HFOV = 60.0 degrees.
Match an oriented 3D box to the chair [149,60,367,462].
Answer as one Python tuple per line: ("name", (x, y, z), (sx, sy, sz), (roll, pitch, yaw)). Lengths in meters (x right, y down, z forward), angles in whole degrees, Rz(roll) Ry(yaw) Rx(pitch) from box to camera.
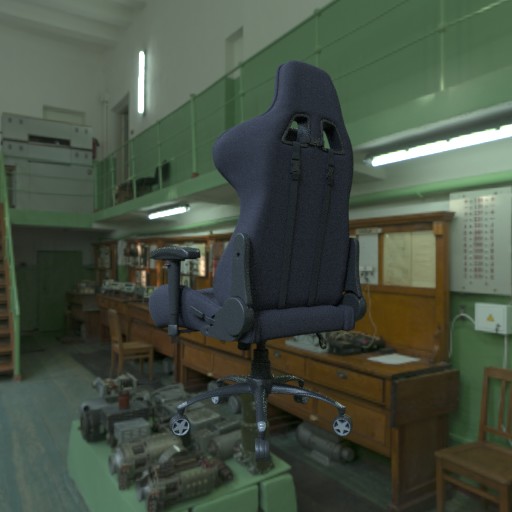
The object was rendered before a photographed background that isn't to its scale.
("chair", (0.000, 0.000, 1.741), (0.730, 1.300, 0.695), (0, -1, -36))
